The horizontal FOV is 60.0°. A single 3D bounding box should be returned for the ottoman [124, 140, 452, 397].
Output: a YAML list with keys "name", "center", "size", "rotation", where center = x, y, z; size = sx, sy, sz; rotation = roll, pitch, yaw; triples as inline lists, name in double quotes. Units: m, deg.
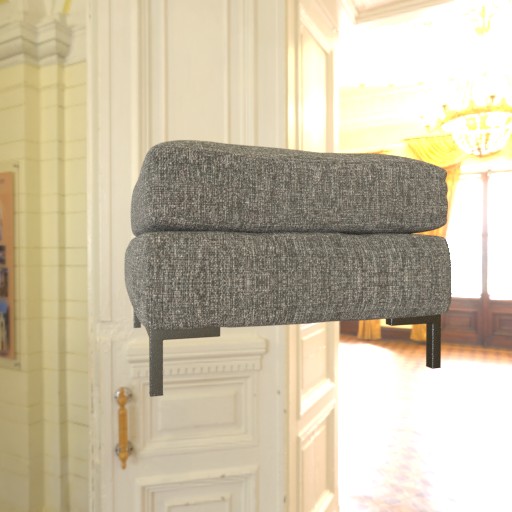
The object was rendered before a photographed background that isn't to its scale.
- name: "ottoman"
  center: [0.000, 0.000, 1.212]
  size: [0.683, 0.480, 0.828]
  rotation: [0, 1, -18]
